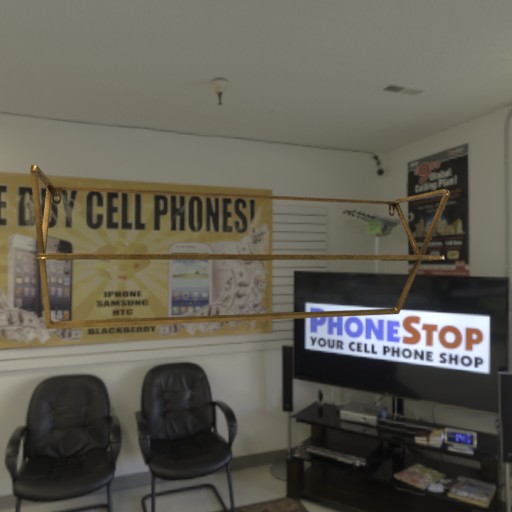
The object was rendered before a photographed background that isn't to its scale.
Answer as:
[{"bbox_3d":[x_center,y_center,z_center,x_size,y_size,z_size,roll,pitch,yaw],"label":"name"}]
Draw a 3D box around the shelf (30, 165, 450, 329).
[{"bbox_3d":[0.000,0.000,0.727,0.645,0.229,0.150,0,-1,-18],"label":"shelf"}]
